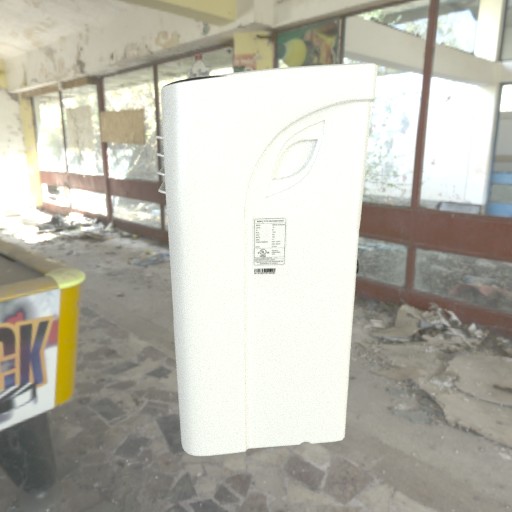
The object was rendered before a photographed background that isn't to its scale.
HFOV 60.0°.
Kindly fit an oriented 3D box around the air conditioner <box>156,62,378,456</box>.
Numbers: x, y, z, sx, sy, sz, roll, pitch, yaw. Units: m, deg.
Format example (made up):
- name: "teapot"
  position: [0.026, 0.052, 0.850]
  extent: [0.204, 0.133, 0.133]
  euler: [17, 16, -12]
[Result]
- name: "air conditioner"
  position: [0.000, 0.000, 0.918]
  extent: [0.369, 0.716, 0.352]
  euler: [-2, 14, -9]
